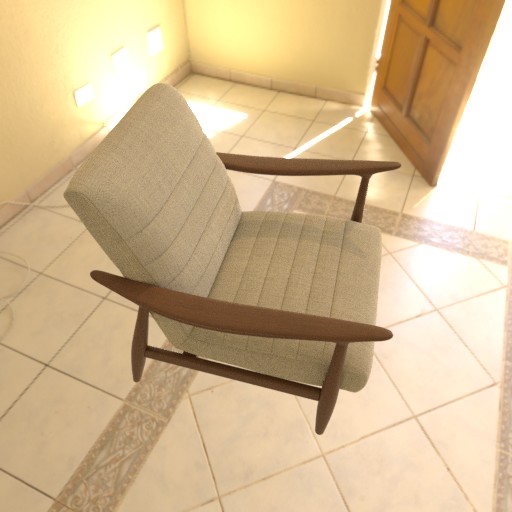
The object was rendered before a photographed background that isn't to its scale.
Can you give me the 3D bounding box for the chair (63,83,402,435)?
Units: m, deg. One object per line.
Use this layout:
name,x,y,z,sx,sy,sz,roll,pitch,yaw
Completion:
chair,0.000,0.000,1.405,0.798,0.832,0.741,11,48,10
